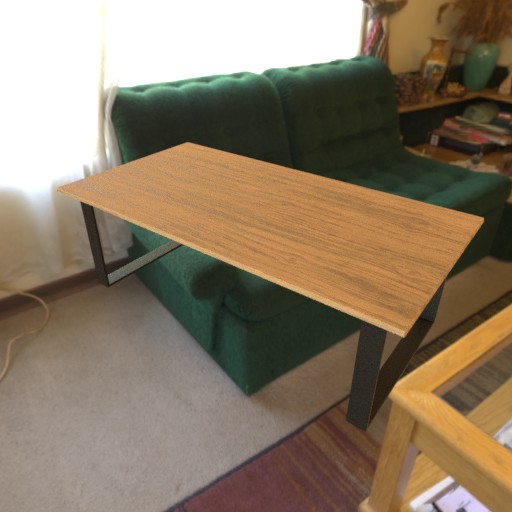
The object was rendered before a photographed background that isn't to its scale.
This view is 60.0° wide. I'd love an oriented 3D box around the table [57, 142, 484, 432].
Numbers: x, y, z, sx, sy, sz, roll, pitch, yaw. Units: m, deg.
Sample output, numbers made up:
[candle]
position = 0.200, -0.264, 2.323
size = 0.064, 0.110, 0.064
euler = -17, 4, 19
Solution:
[table]
position = 0.000, 0.000, 1.653
size = 1.331, 0.445, 0.693
euler = 22, 38, 31
